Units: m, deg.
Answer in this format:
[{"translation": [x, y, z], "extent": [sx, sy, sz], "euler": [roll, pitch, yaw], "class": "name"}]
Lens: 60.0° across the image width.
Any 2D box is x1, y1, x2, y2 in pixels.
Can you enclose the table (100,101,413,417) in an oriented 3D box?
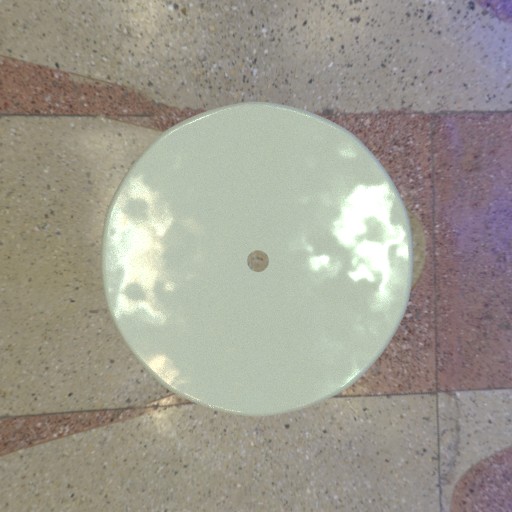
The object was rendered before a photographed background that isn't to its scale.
[{"translation": [0.000, 0.000, 0.675], "extent": [0.352, 0.387, 0.352], "euler": [0, 92, 0], "class": "table"}]
